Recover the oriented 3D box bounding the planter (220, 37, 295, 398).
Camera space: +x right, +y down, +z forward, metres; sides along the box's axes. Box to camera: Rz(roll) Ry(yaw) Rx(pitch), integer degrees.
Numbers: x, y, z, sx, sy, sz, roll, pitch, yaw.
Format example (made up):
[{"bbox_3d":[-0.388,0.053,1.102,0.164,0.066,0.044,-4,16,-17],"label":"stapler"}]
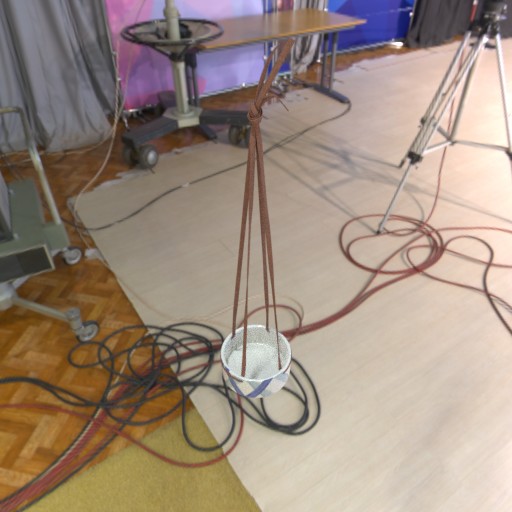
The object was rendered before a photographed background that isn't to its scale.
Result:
[{"bbox_3d":[0.000,0.000,0.835,0.166,0.751,0.166,11,42,13],"label":"planter"}]
